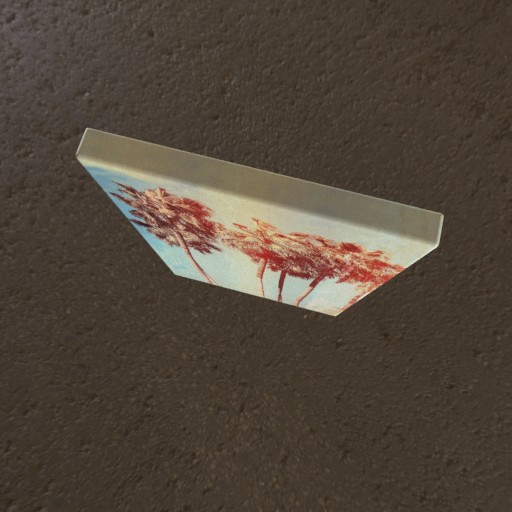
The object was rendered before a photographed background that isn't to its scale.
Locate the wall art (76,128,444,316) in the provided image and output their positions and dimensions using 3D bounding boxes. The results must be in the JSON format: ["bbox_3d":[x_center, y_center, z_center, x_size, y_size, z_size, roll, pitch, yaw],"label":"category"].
[{"bbox_3d":[0.000,0.000,0.769,0.401,0.610,0.038,14,76,4],"label":"wall art"}]
